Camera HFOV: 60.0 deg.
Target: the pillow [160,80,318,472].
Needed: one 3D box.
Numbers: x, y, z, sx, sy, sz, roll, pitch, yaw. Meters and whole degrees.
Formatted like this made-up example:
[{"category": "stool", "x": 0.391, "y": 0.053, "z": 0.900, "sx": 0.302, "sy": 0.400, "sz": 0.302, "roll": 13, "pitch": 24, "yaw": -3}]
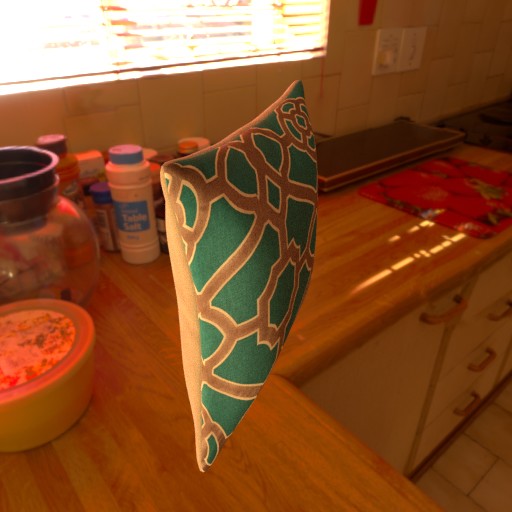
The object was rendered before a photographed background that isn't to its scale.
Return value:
[{"category": "pillow", "x": 0.000, "y": 0.000, "z": 0.785, "sx": 0.166, "sy": 0.507, "sz": 0.526, "roll": 11, "pitch": 33, "yaw": 17}]
